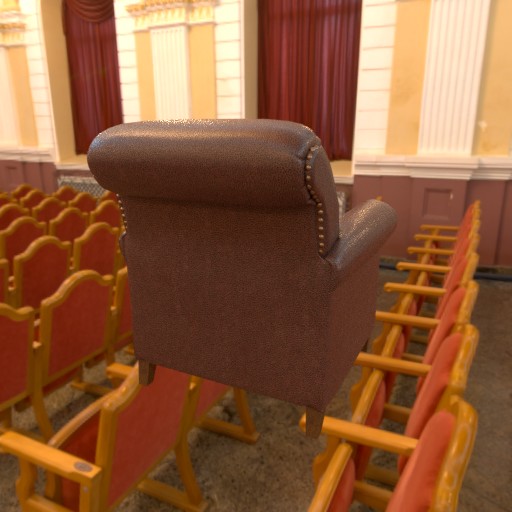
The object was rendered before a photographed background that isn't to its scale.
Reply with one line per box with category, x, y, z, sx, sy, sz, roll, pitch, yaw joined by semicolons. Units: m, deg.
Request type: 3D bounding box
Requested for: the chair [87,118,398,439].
chair;0.000;0.000;1.593;0.854;0.927;0.890;8;17;25
